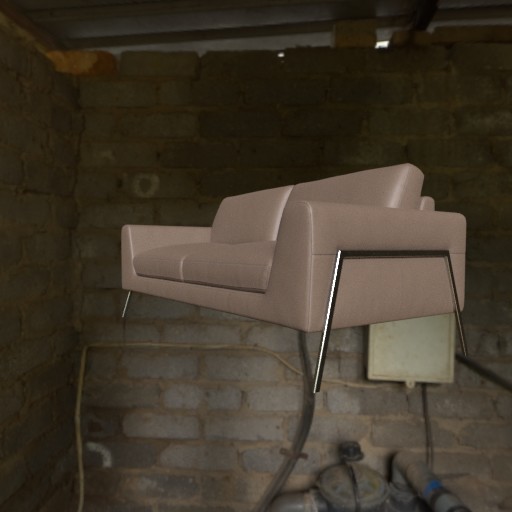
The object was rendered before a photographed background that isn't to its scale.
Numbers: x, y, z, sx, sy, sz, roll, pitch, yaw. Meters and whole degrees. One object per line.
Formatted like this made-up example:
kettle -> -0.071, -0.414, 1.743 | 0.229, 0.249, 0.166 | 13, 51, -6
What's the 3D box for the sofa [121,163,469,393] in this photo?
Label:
sofa -> 0.000, 0.000, 2.548 | 0.953, 0.875, 2.017 | -1, 1, -34
